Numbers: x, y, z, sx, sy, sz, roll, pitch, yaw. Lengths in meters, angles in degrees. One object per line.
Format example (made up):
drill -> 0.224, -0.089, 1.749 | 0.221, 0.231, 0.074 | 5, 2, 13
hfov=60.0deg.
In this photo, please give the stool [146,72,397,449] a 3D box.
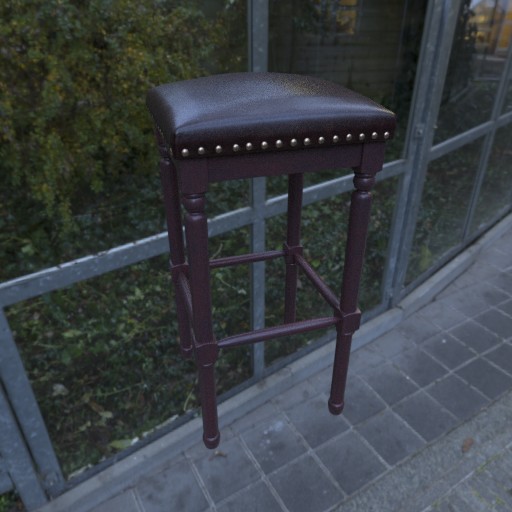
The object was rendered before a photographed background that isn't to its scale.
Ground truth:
stool -> 0.000, 0.000, 1.006 | 0.382, 0.768, 0.383 | -9, 31, -15
